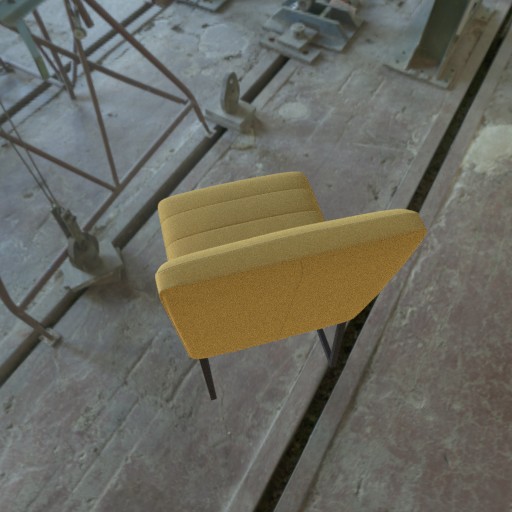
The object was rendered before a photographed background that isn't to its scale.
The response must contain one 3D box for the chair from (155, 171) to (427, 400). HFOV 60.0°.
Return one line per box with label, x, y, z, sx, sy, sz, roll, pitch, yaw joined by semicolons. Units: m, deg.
chair;0.000;0.000;1.322;0.520;0.930;0.634;-13;59;-8
